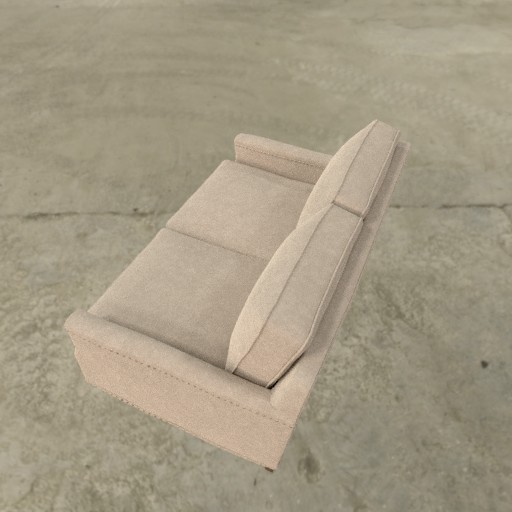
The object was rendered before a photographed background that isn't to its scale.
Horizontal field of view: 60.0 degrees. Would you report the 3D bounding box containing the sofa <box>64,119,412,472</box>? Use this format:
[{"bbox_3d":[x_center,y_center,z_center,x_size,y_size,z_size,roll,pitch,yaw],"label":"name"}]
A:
[{"bbox_3d":[0.000,0.000,2.195,1.084,1.002,1.597,19,49,17],"label":"sofa"}]
